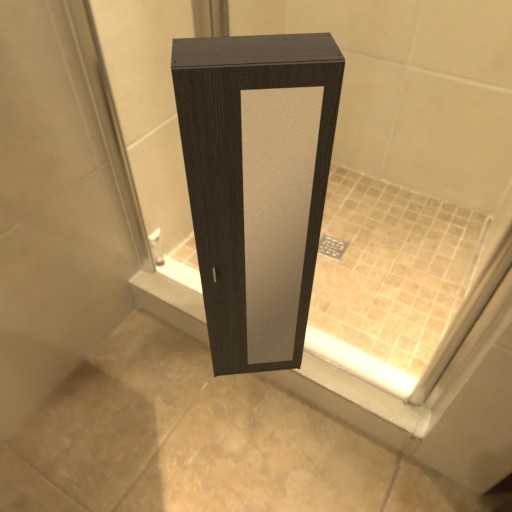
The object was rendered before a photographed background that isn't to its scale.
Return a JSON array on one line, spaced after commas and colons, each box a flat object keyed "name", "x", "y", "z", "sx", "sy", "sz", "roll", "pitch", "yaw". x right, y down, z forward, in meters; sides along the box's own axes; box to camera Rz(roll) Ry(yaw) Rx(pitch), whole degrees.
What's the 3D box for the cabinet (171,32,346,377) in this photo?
[{"name": "cabinet", "x": 0.000, "y": 0.000, "z": 1.974, "sx": 0.500, "sy": 1.790, "sz": 0.230, "roll": -4, "pitch": 47, "yaw": -4}]
